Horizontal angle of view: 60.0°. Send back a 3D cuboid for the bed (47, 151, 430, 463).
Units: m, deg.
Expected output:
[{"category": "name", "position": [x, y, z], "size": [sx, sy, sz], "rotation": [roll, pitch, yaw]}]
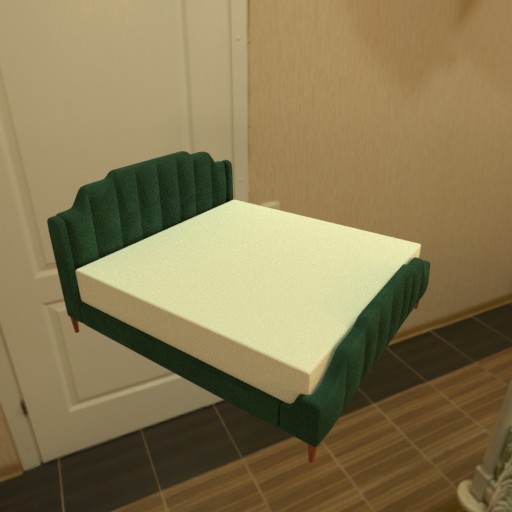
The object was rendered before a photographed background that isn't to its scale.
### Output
[{"category": "bed", "position": [0.000, 0.000, 3.597], "size": [2.340, 1.245, 2.074], "rotation": [17, 31, 31]}]
